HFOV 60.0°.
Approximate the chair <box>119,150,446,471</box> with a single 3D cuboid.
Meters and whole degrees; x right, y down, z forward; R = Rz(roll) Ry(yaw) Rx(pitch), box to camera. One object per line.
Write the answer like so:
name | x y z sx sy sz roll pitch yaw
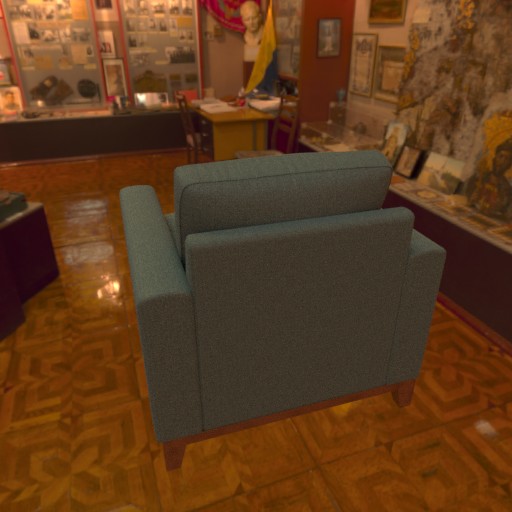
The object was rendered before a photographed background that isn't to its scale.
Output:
chair | 0.000 0.000 1.866 1.024 1.010 1.038 -9 29 -16
